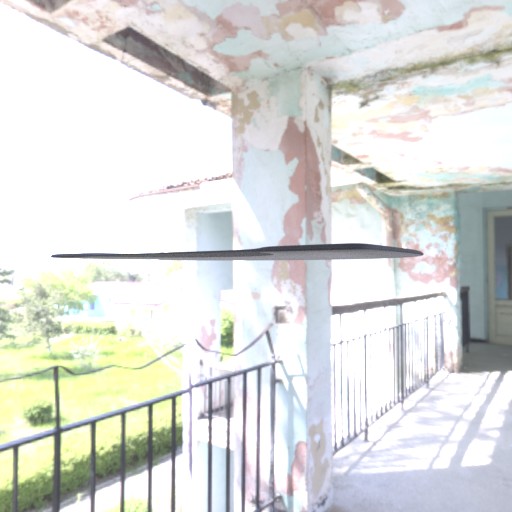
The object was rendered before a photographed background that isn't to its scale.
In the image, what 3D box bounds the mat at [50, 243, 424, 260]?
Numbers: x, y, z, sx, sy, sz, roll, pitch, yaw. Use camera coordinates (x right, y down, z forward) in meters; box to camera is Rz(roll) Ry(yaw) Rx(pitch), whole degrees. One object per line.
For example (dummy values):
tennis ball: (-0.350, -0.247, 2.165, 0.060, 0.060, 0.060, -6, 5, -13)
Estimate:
mat: (0.000, 0.000, 1.617, 1.220, 0.016, 0.917, -1, -2, 36)
